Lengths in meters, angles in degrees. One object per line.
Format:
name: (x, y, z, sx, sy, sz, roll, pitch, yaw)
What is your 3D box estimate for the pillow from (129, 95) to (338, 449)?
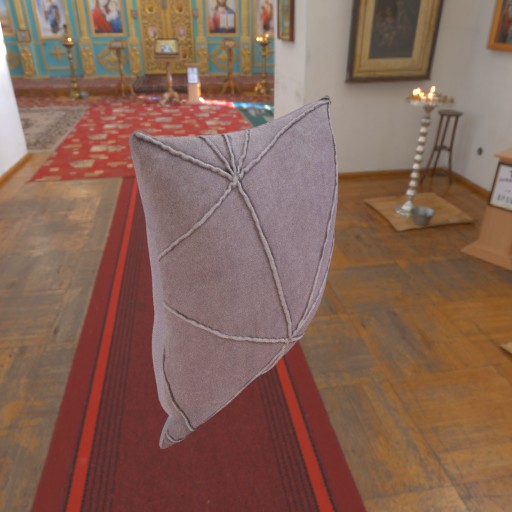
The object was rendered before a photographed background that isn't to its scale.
pillow: (0.000, 0.000, 0.682, 0.185, 0.440, 0.439, 18, 32, 31)
